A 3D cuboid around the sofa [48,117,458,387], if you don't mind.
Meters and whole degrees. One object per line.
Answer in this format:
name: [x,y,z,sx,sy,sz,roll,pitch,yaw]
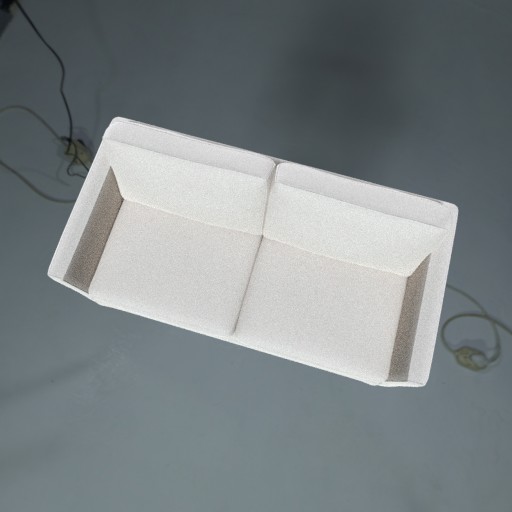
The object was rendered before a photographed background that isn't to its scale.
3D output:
sofa: [0.000,0.000,2.231,1.722,0.888,0.873,16,75,4]
